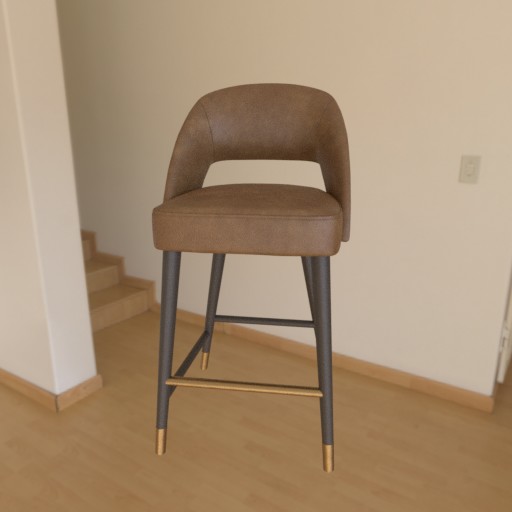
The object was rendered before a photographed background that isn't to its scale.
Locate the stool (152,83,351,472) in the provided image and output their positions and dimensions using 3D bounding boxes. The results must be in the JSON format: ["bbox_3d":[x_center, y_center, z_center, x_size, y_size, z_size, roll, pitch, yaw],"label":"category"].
[{"bbox_3d":[0.000,0.000,1.221,0.494,0.940,0.509,2,16,8],"label":"stool"}]
